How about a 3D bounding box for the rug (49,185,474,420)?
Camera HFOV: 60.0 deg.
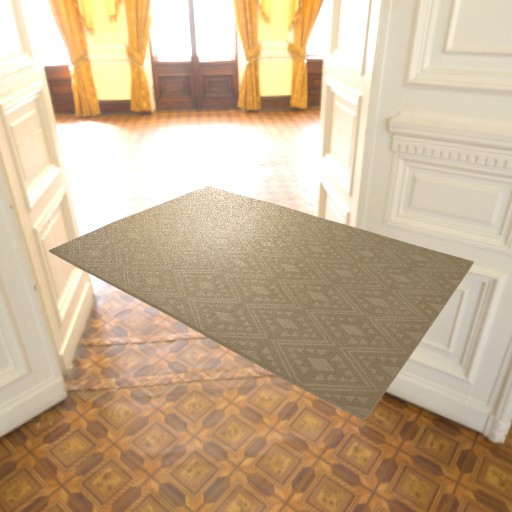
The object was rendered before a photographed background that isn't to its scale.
[{"bbox_3d":[0.000,0.000,2.300,1.829,0.034,1.252,21,36,32],"label":"rug"}]
